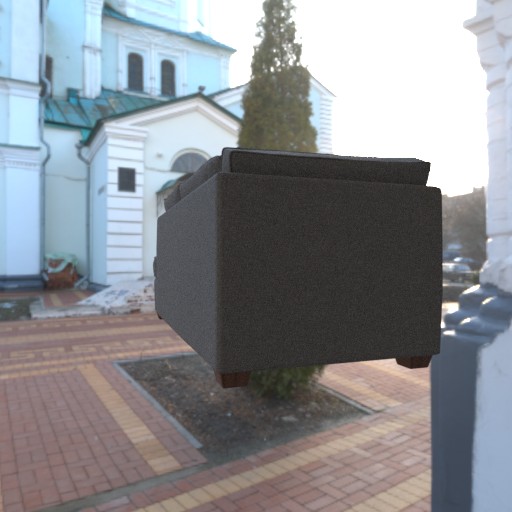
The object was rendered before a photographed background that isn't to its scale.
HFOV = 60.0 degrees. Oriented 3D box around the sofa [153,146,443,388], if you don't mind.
[{"bbox_3d":[0.000,0.000,2.886,1.110,1.033,2.237,0,0,-19],"label":"sofa"}]
